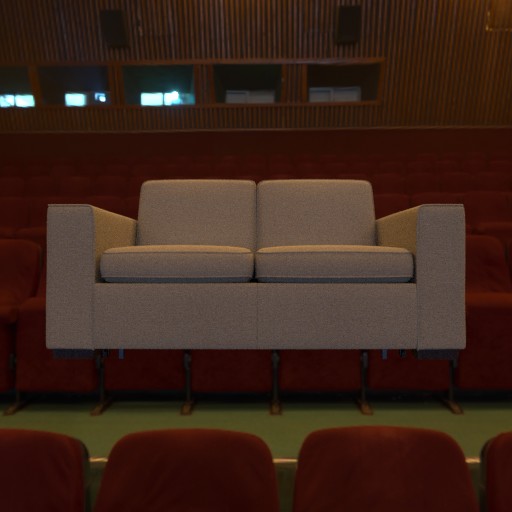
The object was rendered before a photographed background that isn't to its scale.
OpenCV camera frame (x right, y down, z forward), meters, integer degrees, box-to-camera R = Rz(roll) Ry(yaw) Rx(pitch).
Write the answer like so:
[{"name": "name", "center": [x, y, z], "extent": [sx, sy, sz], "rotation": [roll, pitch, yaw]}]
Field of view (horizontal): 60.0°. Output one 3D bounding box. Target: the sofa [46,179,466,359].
[{"name": "sofa", "center": [0.000, 0.000, 2.385], "extent": [1.812, 0.924, 1.007], "rotation": [0, -1, 0]}]
